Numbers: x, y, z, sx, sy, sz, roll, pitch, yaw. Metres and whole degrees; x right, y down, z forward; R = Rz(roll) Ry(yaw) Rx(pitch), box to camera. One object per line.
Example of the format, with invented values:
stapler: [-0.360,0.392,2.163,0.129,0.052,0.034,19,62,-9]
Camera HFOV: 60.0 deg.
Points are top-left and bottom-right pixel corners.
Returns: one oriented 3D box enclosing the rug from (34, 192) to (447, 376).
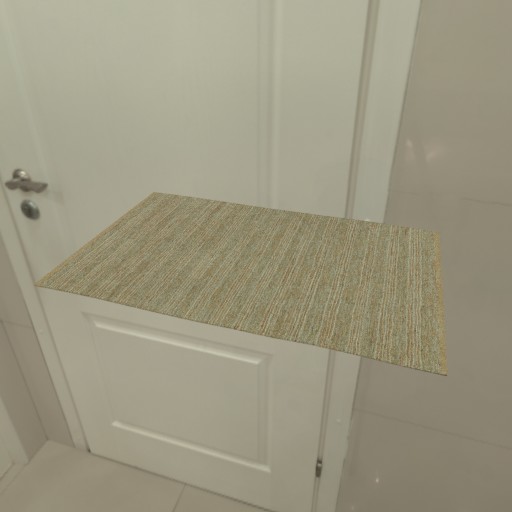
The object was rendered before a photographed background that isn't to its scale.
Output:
rug: [0.000,0.000,3.087,2.448,0.012,1.540,10,33,15]
